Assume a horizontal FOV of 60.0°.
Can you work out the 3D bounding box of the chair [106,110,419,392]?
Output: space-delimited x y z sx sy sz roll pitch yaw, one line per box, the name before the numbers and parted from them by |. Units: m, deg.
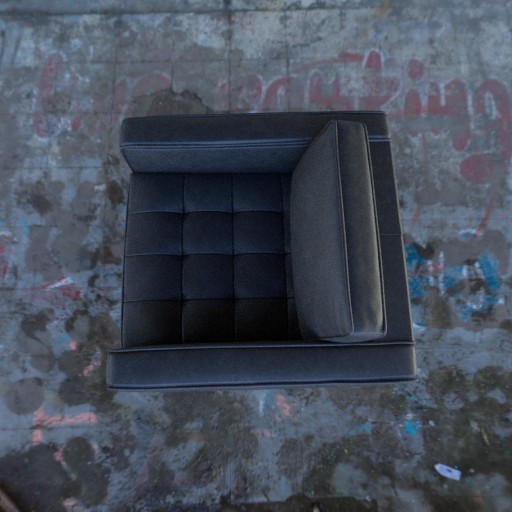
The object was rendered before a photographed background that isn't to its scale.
chair | 0.000 0.000 1.549 0.914 0.763 0.889 -2 75 0
